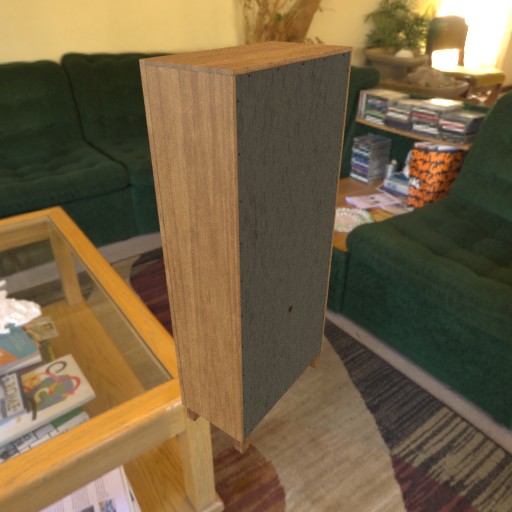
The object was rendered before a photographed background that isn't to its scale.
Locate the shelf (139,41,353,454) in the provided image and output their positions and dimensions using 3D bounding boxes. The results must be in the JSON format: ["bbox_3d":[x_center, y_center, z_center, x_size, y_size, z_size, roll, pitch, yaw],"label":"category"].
[{"bbox_3d":[0.000,0.000,2.298,0.453,1.930,0.864,21,36,31],"label":"shelf"}]
